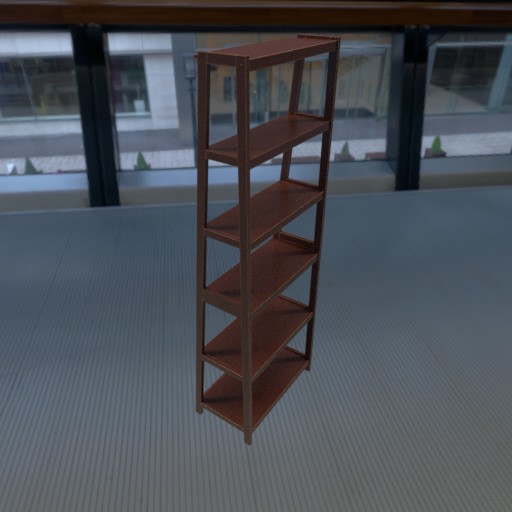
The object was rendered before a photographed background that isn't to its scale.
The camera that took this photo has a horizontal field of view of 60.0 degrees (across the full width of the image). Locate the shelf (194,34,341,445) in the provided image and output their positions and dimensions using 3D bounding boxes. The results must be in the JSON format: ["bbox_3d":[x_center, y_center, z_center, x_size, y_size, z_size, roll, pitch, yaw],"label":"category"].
[{"bbox_3d":[0.000,0.000,2.158,0.381,1.892,0.660,20,37,29],"label":"shelf"}]
